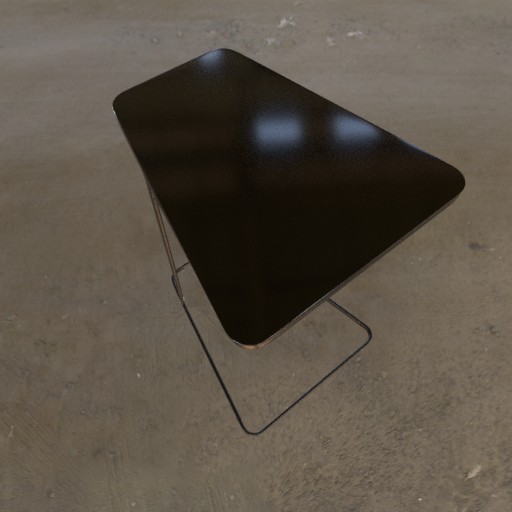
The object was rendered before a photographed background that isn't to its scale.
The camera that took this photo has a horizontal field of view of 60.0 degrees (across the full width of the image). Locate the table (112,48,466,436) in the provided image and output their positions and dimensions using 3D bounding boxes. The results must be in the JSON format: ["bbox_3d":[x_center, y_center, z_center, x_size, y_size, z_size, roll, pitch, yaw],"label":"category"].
[{"bbox_3d":[0.000,0.000,0.950,0.427,0.624,0.500,-34,64,-19],"label":"table"}]
